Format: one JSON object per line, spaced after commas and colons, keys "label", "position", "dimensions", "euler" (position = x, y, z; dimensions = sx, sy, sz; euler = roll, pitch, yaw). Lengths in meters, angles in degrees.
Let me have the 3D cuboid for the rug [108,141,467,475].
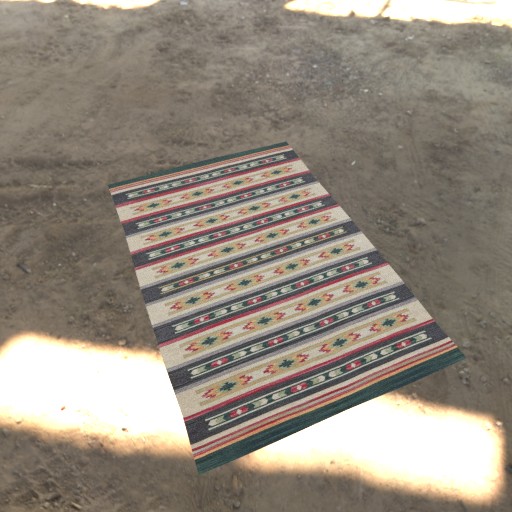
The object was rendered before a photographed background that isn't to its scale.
{"label": "rug", "position": [0.000, 0.000, 2.331], "dimensions": [1.221, 0.009, 1.825], "euler": [-17, 50, -15]}
